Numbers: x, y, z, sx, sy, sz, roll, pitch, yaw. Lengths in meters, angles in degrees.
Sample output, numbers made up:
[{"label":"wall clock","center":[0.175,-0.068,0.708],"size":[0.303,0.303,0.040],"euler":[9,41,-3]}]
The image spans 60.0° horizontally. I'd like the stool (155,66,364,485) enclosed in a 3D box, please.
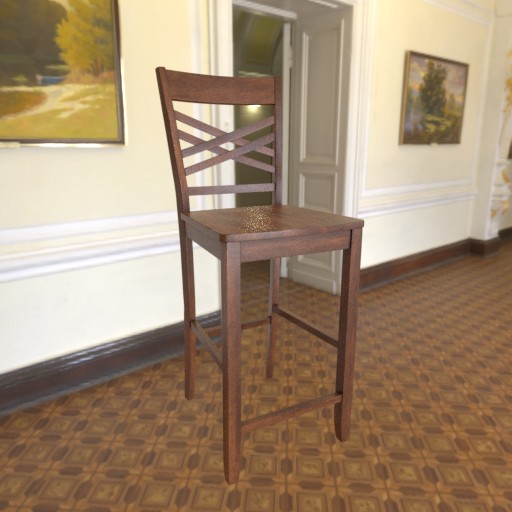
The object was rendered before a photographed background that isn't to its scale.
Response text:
[{"label":"stool","center":[0.000,0.000,1.339],"size":[0.426,1.098,0.504],"euler":[-7,16,-27]}]
